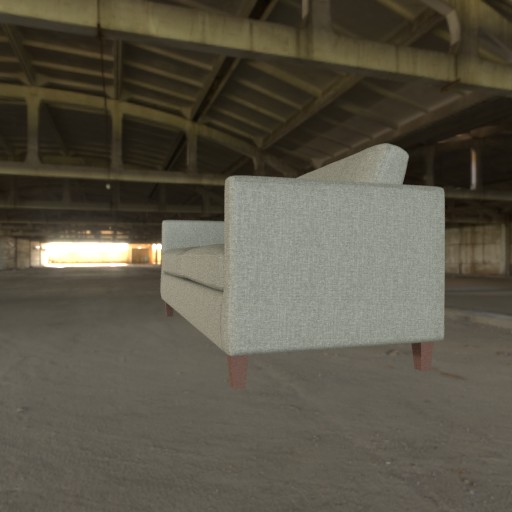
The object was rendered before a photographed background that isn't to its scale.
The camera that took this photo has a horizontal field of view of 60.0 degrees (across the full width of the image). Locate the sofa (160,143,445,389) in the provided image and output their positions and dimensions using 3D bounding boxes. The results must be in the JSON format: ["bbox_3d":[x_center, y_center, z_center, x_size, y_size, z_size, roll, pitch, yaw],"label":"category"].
[{"bbox_3d":[0.000,0.000,2.708,0.956,0.960,2.208,0,0,-18],"label":"sofa"}]
